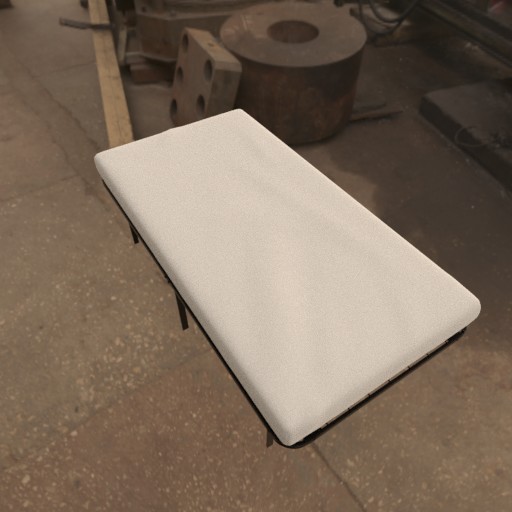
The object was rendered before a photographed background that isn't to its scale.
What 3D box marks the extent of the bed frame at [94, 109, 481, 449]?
[{"bbox_3d":[0.000,0.000,2.328,0.989,0.619,1.903,-25,52,-22],"label":"bed frame"}]
